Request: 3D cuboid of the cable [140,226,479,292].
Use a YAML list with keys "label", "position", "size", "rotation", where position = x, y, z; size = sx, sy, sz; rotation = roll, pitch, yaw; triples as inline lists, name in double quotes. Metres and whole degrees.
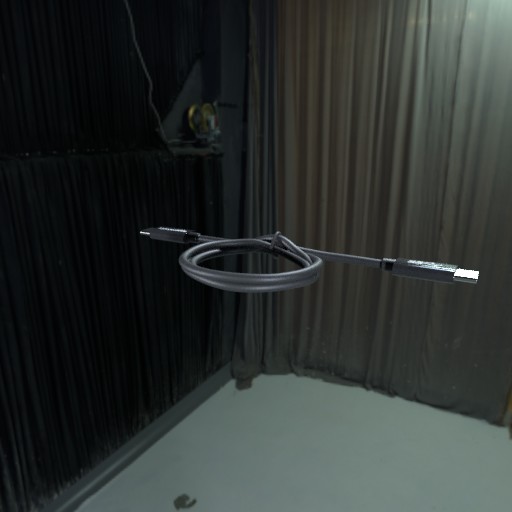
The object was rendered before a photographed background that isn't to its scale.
- label: "cable"
  position: [0.000, 0.000, 0.208]
  size: [0.186, 0.014, 0.070]
  rotation: [8, 18, 28]
